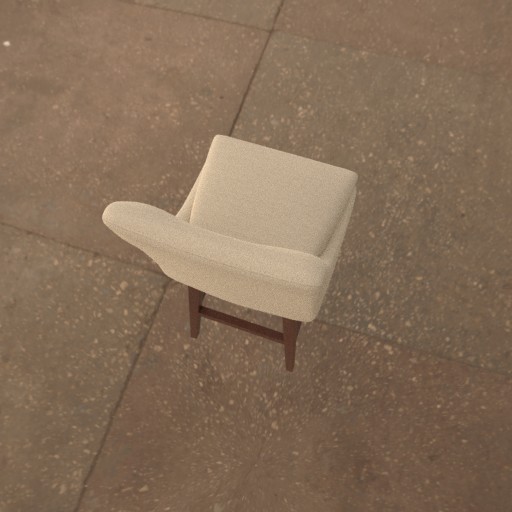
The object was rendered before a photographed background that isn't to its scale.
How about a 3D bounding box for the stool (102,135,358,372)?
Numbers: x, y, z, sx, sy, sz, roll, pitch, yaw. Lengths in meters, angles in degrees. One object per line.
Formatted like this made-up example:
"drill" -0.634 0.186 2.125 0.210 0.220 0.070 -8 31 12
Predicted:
"stool" 0.000 0.000 1.388 0.483 1.093 0.559 17 66 8
